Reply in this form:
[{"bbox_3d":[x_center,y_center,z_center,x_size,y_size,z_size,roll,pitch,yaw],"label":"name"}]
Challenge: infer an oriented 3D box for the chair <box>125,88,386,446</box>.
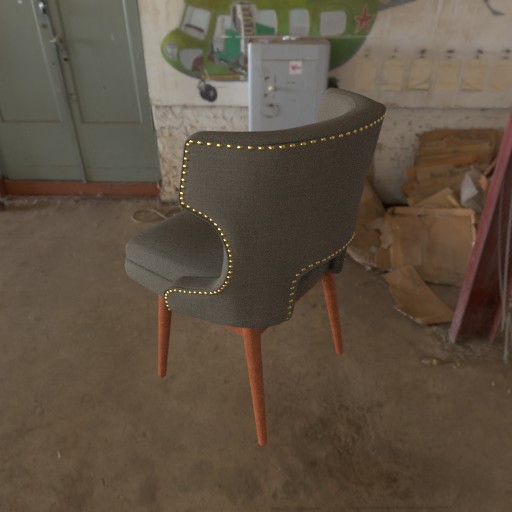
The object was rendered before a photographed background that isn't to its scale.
[{"bbox_3d":[0.000,0.000,1.252,0.581,0.863,0.595,22,38,31],"label":"chair"}]
